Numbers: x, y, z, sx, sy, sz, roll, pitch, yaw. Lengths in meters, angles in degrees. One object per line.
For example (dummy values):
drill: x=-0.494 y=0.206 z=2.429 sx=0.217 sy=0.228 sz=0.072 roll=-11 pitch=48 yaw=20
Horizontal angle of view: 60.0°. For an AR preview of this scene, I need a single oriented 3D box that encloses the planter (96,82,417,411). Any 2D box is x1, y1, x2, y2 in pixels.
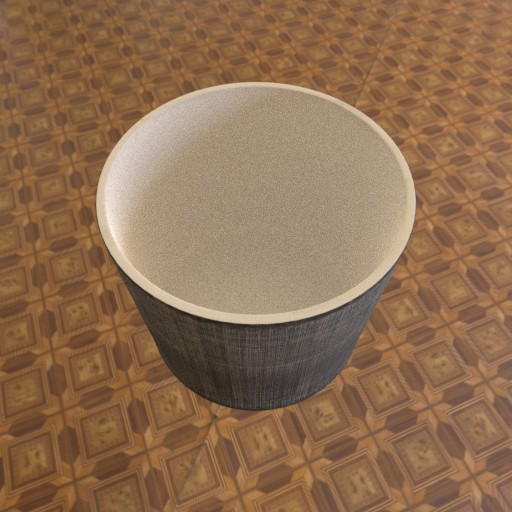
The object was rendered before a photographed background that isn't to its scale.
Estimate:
planter: x=0.000 y=0.000 z=0.316 sx=0.178 sy=0.157 sz=0.178 roll=0 pitch=57 yaw=0
